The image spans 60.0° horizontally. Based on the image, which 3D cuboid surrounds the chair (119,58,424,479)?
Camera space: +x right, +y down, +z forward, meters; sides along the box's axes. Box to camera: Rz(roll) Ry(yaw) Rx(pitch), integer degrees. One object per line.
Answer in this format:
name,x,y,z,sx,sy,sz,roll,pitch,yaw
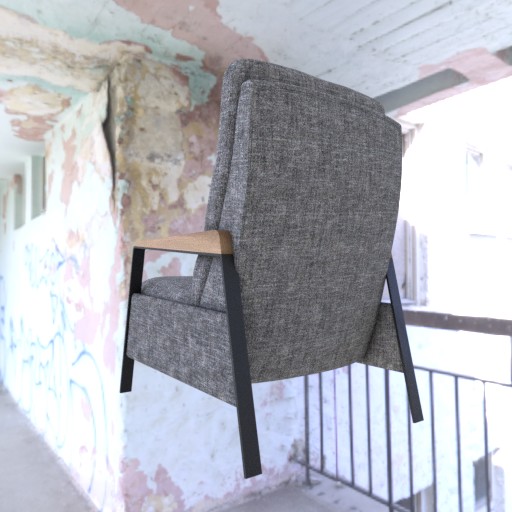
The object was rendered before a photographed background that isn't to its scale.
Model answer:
chair,0.000,0.000,1.561,0.671,1.042,0.868,1,-2,-35
